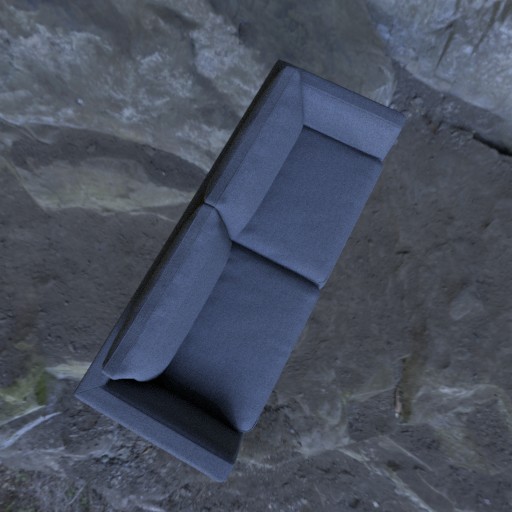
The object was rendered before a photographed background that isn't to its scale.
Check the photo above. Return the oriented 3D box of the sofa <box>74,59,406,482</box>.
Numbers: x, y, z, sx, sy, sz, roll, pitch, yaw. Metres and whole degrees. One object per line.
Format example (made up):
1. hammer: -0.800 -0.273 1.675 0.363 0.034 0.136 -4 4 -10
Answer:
1. sofa: 0.000 0.000 2.598 0.869 1.002 2.212 27 76 7
